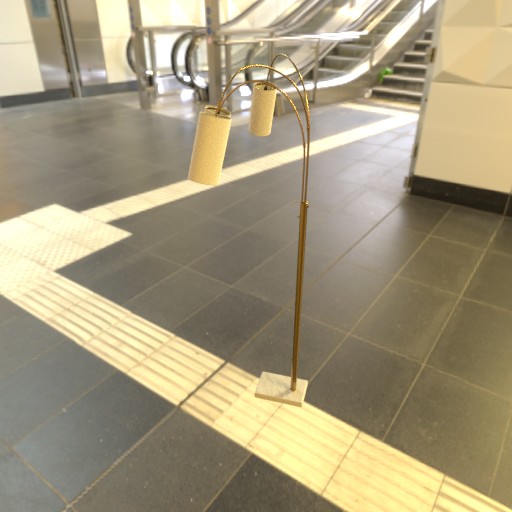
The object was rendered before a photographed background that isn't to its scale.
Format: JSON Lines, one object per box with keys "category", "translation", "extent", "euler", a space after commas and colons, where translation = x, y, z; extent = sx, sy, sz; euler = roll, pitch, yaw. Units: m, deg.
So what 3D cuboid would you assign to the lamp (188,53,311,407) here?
{"category": "lamp", "translation": [0.000, 0.000, 2.511], "extent": [0.667, 2.055, 1.020], "euler": [8, 30, 14]}
